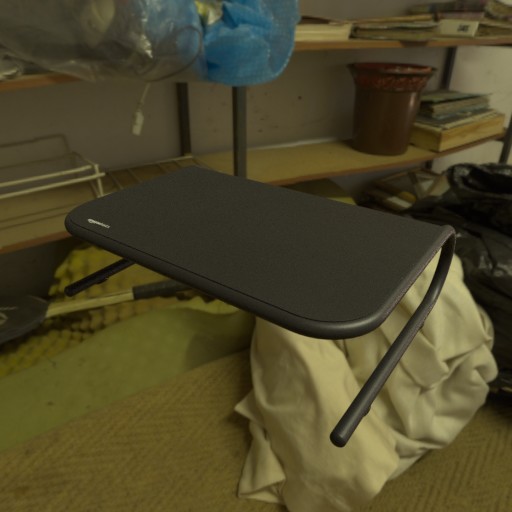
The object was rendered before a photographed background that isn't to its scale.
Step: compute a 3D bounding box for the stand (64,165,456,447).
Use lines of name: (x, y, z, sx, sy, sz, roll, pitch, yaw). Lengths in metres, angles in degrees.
stand: (0.000, 0.000, 0.512, 0.370, 0.108, 0.280, 19, 34, 31)
